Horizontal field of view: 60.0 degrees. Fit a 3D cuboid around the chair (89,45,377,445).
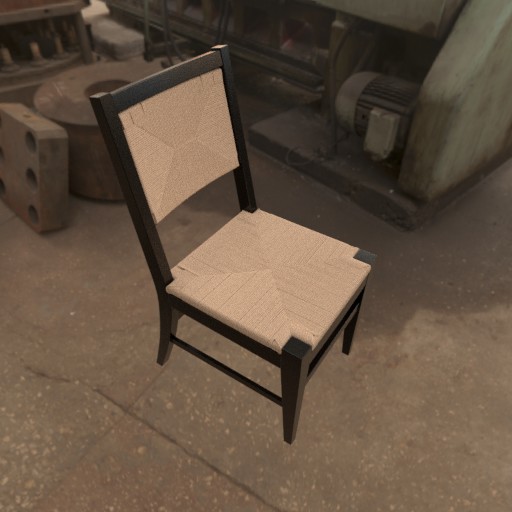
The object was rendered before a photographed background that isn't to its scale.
[{"bbox_3d":[0.000,0.000,1.235,0.552,0.927,0.437,24,47,25],"label":"chair"}]
